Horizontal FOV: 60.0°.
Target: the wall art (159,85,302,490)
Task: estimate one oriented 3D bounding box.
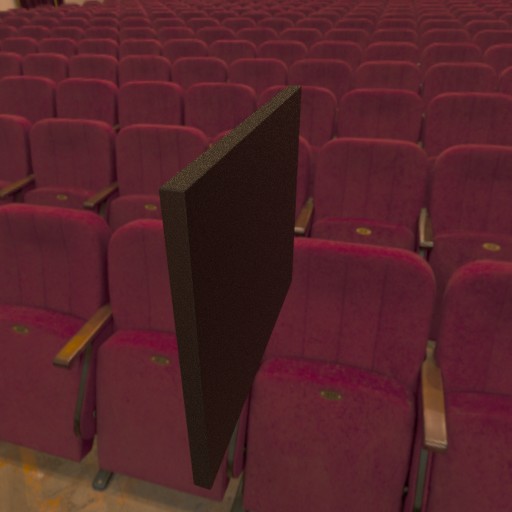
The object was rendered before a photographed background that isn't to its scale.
[{"bbox_3d":[0.000,0.000,0.749,0.031,0.457,0.558,8,32,14],"label":"wall art"}]
